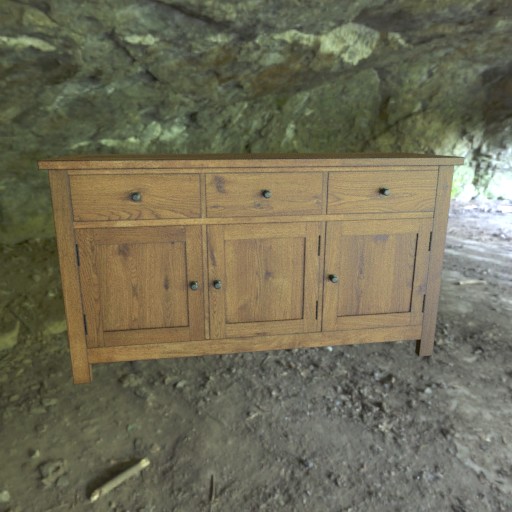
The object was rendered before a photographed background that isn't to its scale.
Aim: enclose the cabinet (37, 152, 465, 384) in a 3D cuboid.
[{"bbox_3d":[0.000,0.000,1.839,1.474,0.813,0.480,-2,15,-9],"label":"cabinet"}]
